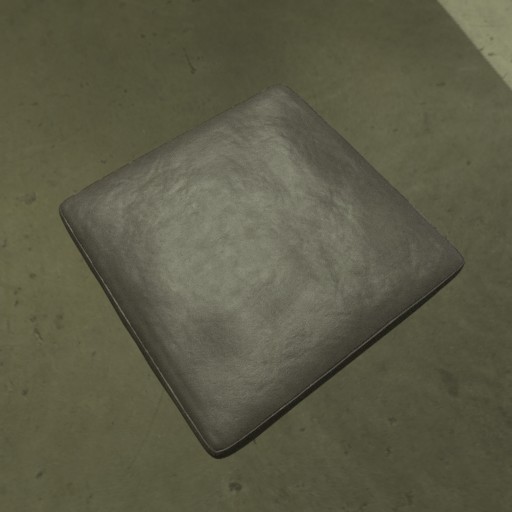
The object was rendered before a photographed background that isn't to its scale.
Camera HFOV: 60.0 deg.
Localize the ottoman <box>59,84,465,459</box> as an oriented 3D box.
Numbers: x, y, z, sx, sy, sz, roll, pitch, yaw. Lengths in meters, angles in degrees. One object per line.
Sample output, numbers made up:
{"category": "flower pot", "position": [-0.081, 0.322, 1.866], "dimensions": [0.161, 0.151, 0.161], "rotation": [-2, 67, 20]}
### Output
{"category": "ottoman", "position": [0.000, 0.000, 1.347], "dimensions": [0.844, 0.415, 0.836], "rotation": [-33, 69, -15]}
